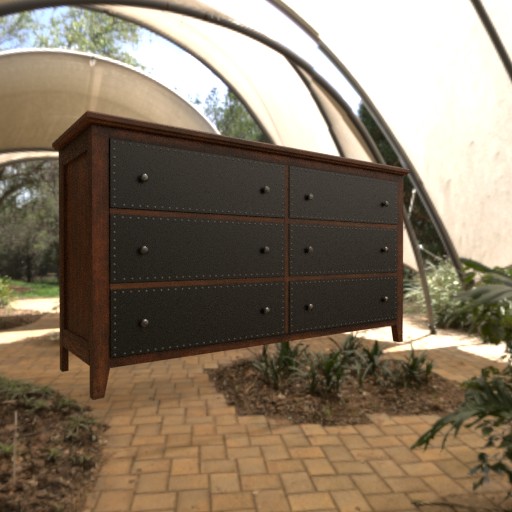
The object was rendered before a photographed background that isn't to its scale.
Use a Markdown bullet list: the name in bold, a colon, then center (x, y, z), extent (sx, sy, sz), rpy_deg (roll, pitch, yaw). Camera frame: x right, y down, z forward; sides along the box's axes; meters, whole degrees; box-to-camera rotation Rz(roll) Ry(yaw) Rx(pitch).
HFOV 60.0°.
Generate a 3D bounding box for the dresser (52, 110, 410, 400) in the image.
- **dresser**: center (0.000, 0.000, 1.928), extent (1.551, 0.856, 0.463), rpy_deg (0, 0, -36)
